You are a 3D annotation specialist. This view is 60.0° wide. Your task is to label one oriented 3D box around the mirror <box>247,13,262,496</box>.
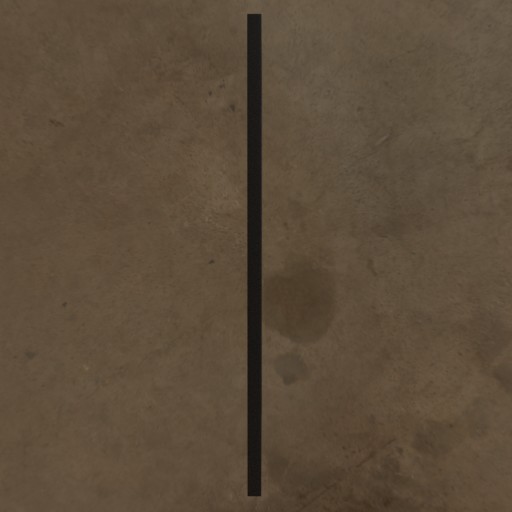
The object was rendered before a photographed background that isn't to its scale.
[{"bbox_3d":[0.000,0.000,1.798,0.047,0.692,1.584,0,92,1],"label":"mirror"}]
